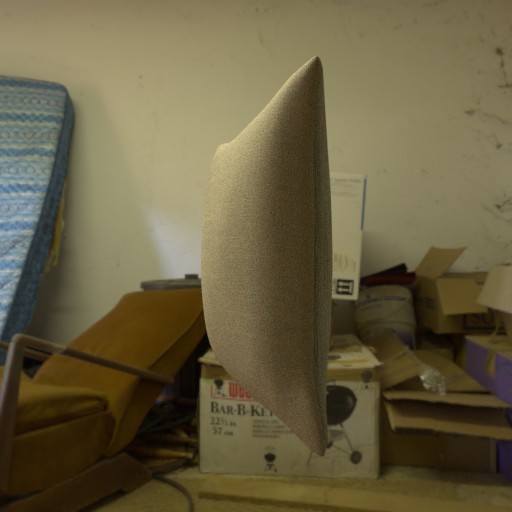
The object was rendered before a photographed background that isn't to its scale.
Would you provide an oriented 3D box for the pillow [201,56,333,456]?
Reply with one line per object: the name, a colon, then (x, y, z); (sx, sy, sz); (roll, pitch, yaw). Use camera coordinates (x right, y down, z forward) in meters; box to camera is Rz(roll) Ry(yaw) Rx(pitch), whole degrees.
pillow: (0.000, 0.000, 0.795); (0.178, 0.506, 0.512); (0, 0, -19)
